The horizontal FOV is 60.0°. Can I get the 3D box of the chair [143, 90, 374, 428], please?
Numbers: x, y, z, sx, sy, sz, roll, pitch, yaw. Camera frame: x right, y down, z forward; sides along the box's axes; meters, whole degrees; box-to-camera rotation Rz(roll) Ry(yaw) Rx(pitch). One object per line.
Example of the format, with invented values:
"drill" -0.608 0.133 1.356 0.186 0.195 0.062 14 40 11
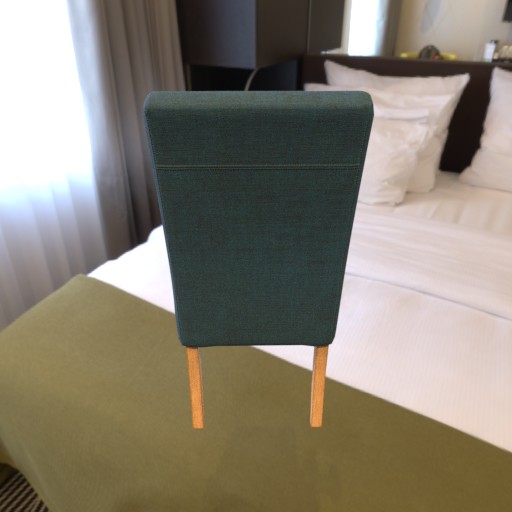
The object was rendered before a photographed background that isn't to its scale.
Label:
"chair" 0.000 0.000 1.331 0.450 1.029 0.610 0 30 -1
